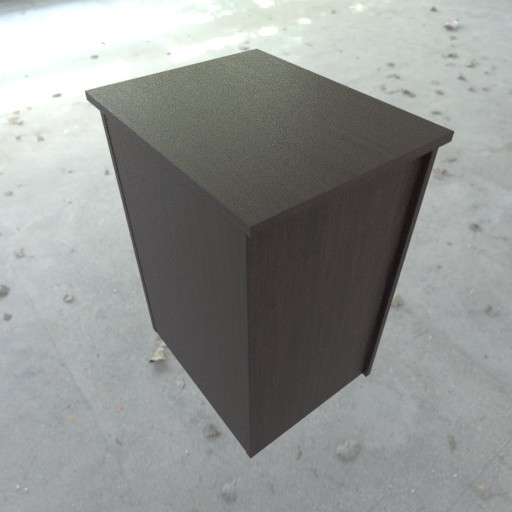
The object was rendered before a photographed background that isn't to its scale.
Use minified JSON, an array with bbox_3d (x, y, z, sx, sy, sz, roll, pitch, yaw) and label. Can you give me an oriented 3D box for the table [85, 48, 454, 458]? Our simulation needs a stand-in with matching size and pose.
[{"bbox_3d":[0.000,0.000,0.923,0.381,0.635,0.480,-27,49,-27],"label":"table"}]
